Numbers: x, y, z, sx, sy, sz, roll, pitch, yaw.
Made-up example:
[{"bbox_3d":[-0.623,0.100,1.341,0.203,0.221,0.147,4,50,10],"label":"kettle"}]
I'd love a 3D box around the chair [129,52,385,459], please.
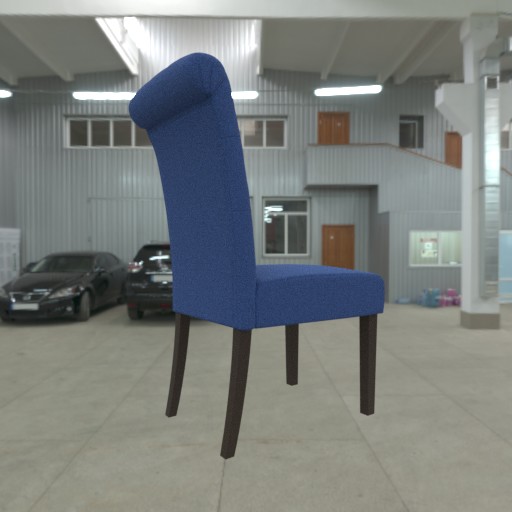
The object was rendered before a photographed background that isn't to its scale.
[{"bbox_3d":[0.000,0.000,1.375,0.671,1.006,0.456,-1,2,-36],"label":"chair"}]
